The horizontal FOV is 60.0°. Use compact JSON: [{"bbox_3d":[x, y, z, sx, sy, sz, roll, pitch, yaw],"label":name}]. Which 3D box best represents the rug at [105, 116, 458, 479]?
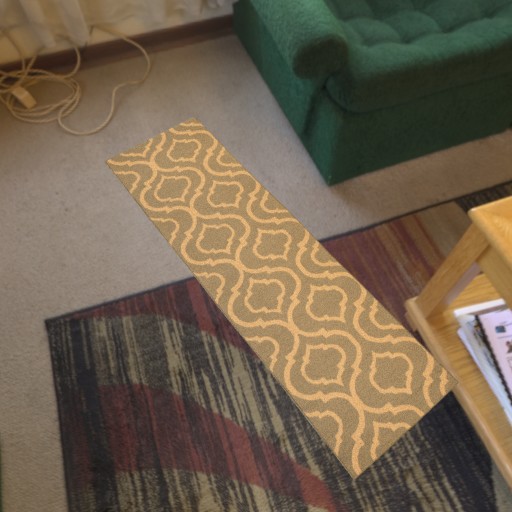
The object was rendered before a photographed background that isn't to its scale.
[{"bbox_3d":[0.000,0.000,2.452,0.684,0.009,2.275,-33,65,-18],"label":"rug"}]
